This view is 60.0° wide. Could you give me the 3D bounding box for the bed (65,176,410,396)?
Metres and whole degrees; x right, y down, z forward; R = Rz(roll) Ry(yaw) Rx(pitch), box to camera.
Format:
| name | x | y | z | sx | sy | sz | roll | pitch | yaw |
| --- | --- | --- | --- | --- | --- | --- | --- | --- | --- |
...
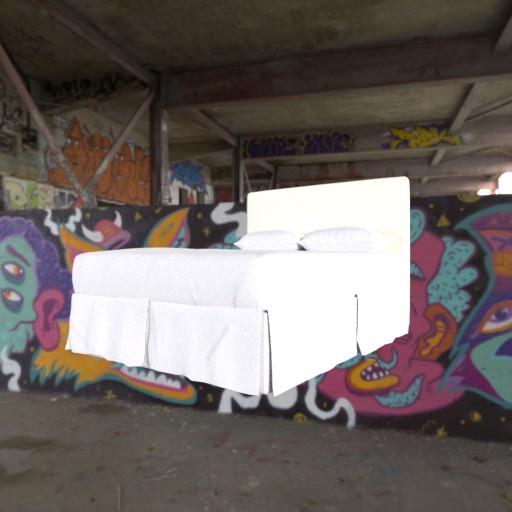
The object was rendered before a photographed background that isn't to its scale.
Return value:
| name | x | y | z | sx | sy | sz | roll | pitch | yaw |
| --- | --- | --- | --- | --- | --- | --- | --- | --- | --- |
| bed | 0.000 | 0.000 | 3.328 | 1.713 | 1.330 | 2.142 | 0 | 0 | 36 |
